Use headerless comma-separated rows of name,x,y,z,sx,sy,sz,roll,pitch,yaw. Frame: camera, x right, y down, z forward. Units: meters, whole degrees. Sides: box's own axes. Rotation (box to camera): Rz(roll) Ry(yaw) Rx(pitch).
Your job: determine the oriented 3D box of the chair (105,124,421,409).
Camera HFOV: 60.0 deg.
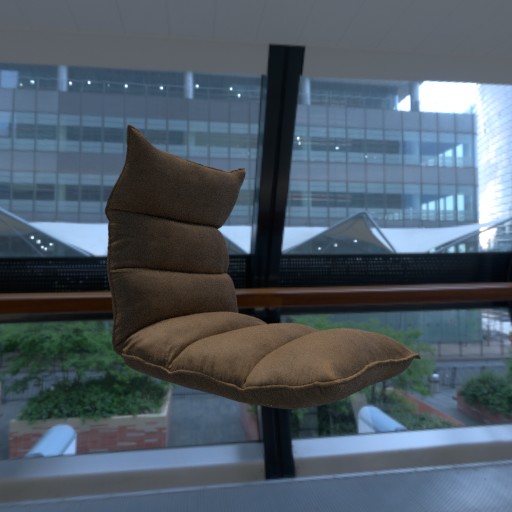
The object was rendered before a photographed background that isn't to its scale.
chair,0.000,0.000,1.613,0.985,0.892,0.714,-2,-4,36
